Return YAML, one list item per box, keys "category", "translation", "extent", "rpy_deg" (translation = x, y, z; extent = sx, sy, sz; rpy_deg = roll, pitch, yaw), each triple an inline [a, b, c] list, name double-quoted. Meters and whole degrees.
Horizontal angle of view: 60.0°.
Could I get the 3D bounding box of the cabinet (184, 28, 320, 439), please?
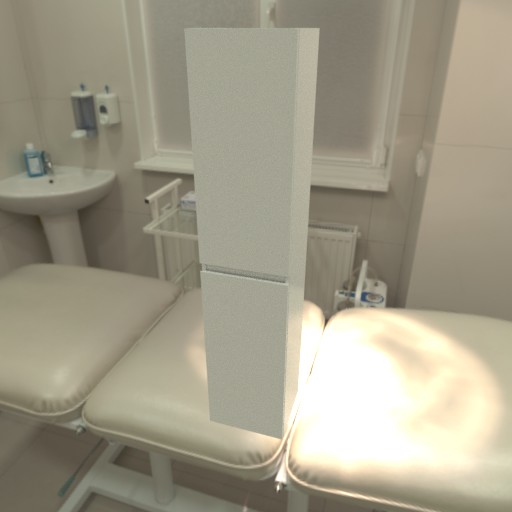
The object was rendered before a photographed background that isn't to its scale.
- category: "cabinet"
  translation: [0.000, 0.000, 1.531]
  extent: [0.300, 1.400, 0.270]
  rpy_deg: [8, 28, 16]
